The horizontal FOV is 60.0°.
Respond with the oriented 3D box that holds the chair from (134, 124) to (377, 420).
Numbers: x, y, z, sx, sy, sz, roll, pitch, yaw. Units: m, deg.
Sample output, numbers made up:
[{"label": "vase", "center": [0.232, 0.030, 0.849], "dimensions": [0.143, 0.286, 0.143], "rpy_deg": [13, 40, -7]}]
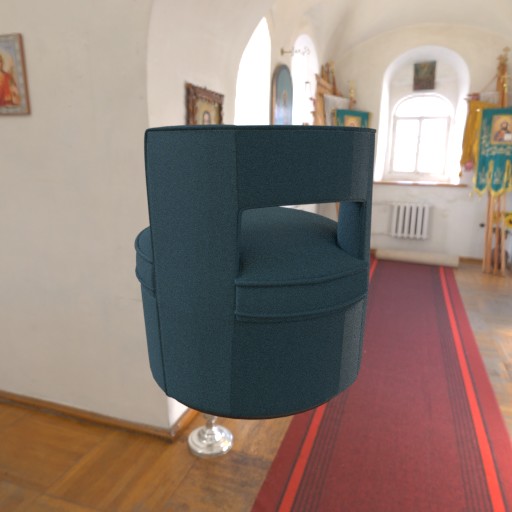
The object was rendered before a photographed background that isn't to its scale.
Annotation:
[{"label": "chair", "center": [0.000, 0.000, 1.291], "dimensions": [0.684, 0.711, 0.660], "rpy_deg": [-7, 16, -25]}]
